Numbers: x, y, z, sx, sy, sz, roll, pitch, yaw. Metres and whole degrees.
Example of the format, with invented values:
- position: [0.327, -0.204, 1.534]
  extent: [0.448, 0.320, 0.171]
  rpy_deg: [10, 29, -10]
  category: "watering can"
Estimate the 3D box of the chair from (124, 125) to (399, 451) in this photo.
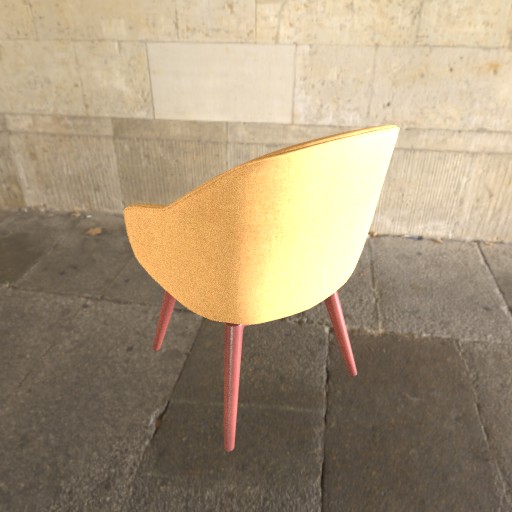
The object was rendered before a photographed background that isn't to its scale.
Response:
- position: [0.000, 0.000, 1.228]
  extent: [0.596, 0.823, 0.635]
  rpy_deg: [-20, 36, -30]
  category: "chair"
